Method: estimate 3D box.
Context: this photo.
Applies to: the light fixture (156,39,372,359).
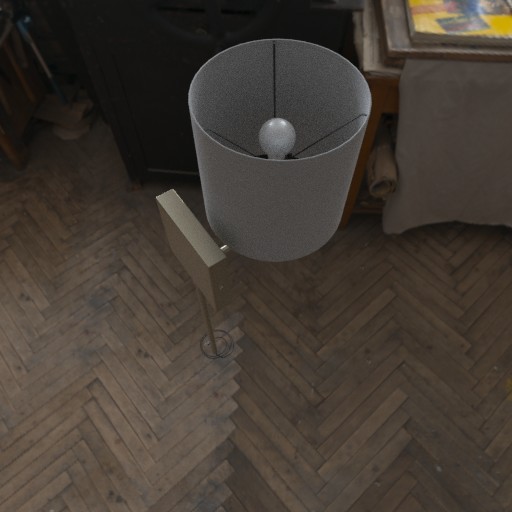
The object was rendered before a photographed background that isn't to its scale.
[{"bbox_3d":[0.000,0.000,0.700,0.248,0.589,0.188,-31,64,-17],"label":"light fixture"}]
